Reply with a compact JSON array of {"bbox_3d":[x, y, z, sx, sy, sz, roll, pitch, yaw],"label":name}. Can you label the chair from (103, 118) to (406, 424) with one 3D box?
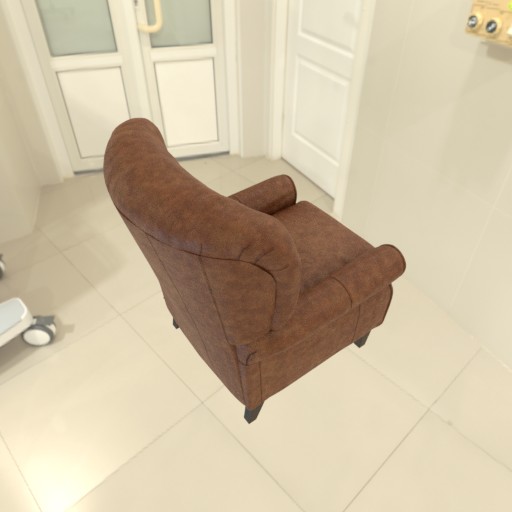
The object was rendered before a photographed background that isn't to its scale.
[{"bbox_3d":[0.000,0.000,1.921,1.059,1.164,0.951,-26,47,-26],"label":"chair"}]
